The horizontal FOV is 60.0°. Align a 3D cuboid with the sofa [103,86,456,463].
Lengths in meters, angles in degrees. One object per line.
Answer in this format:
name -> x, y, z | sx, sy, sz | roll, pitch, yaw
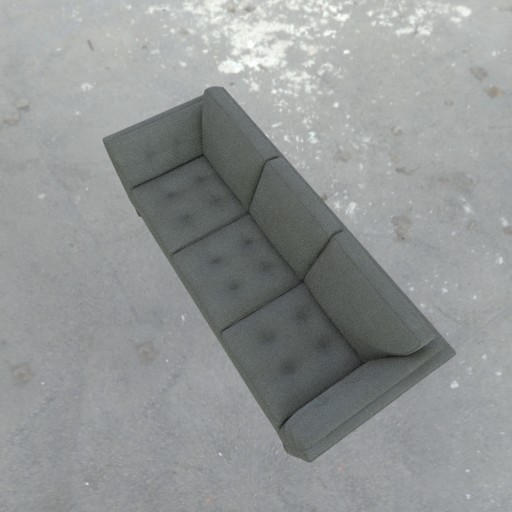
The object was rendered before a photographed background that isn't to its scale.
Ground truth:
sofa -> 0.000, 0.000, 2.927 | 0.965, 0.940, 2.387 | -30, 66, -15
